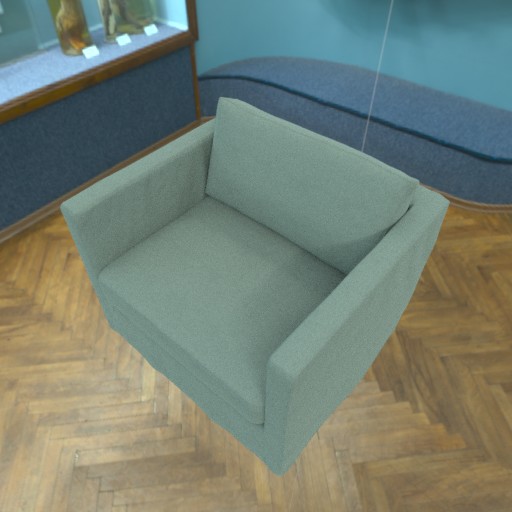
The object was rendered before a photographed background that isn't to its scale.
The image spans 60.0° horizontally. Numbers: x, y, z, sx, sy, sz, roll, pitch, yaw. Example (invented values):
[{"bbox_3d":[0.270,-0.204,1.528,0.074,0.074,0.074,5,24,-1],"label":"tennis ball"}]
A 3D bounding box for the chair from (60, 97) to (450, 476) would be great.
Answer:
[{"bbox_3d":[0.000,0.000,1.735,1.057,0.863,0.949,32,54,27],"label":"chair"}]
